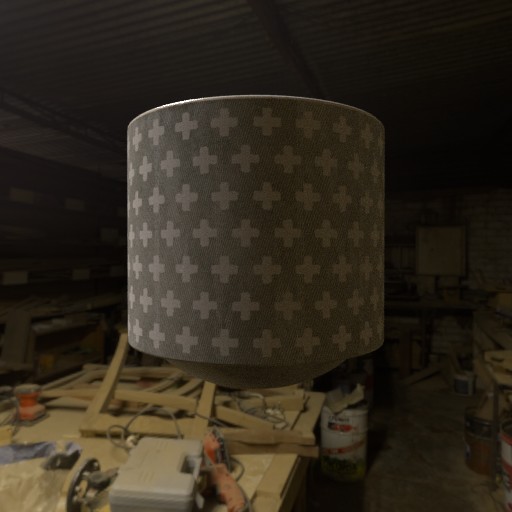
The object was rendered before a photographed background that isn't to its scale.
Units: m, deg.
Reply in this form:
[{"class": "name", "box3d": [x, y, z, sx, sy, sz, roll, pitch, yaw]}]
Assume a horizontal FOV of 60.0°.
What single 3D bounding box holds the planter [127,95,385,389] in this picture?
[{"class": "planter", "box3d": [0.000, 0.000, 0.342, 0.190, 0.181, 0.190, 0, 1, 0]}]
